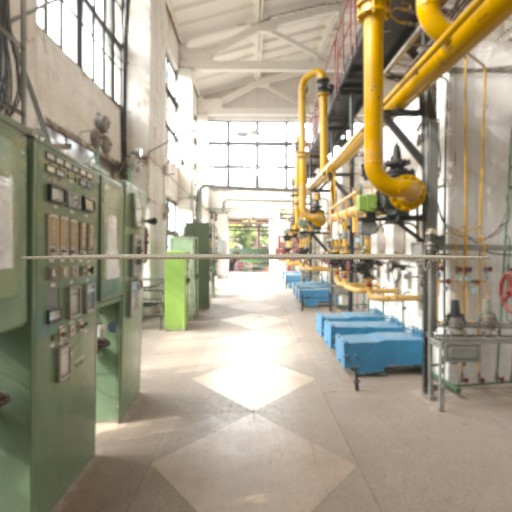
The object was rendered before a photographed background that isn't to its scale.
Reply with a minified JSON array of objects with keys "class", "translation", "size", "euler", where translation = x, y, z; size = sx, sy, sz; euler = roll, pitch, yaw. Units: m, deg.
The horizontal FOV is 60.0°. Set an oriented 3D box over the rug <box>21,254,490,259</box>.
[{"class":"rug","translation":[0.000,0.000,2.328],"size":[1.829,0.010,1.219],"euler":[0,1,1]}]
